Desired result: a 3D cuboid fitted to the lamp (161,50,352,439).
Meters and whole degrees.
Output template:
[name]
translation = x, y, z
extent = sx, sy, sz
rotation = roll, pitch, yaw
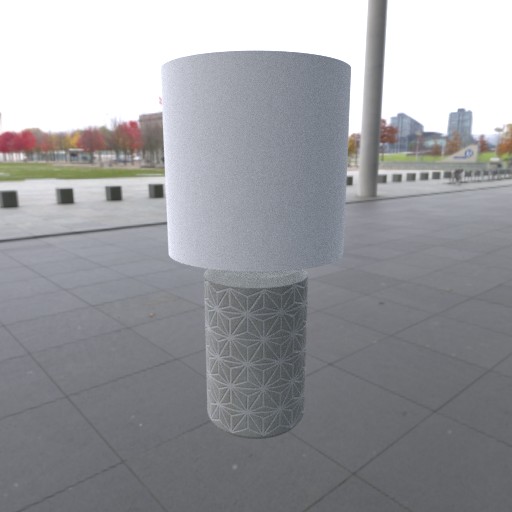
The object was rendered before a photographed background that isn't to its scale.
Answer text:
[lamp]
translation = 0.000, 0.000, 0.534
extent = 0.206, 0.416, 0.206
rotation = -6, 14, -26
